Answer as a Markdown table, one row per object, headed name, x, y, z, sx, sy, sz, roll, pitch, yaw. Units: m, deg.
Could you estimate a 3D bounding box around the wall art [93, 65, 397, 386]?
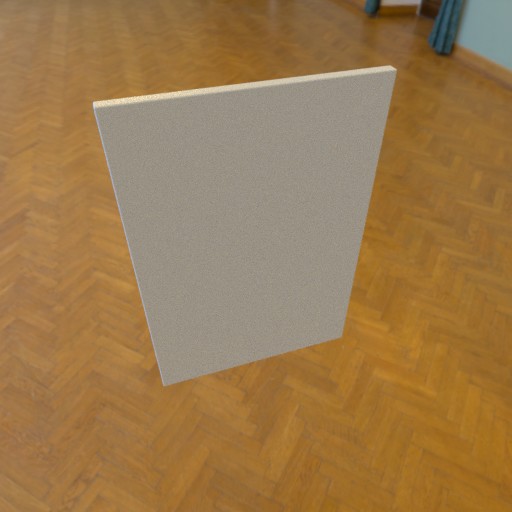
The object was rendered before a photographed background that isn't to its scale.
| name | x | y | z | sx | sy | sz | roll | pitch | yaw |
| --- | --- | --- | --- | --- | --- | --- | --- | --- | --- |
| wall art | 0.000 | 0.000 | 1.053 | 0.556 | 0.813 | 0.026 | -12 | 43 | -13 |
